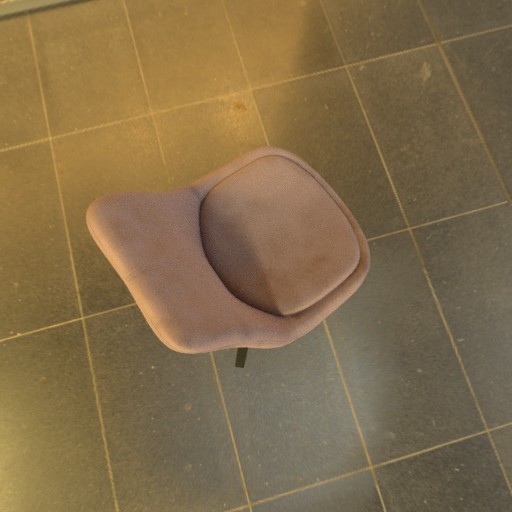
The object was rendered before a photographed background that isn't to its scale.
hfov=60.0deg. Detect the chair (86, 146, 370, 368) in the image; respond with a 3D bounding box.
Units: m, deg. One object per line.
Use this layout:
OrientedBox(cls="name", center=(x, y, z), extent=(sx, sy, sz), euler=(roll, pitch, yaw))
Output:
OrientedBox(cls="chair", center=(0.000, 0.000, 1.182), extent=(0.547, 0.865, 0.483), euler=(-34, 78, -9))
